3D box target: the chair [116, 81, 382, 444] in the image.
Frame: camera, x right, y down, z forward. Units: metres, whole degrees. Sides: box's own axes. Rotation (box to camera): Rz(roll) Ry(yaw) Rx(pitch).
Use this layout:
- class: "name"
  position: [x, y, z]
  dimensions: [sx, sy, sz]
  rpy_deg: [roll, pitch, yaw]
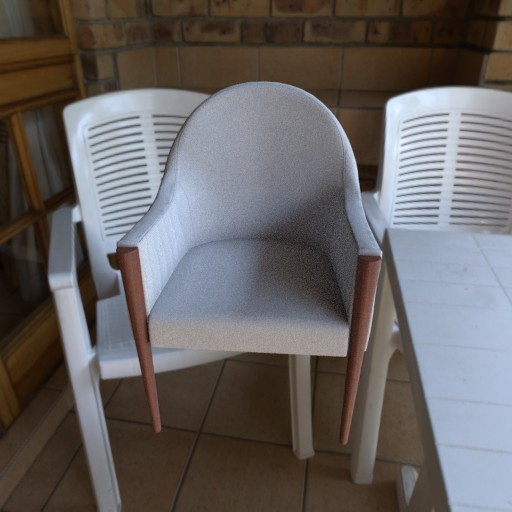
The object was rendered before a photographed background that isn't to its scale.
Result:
- class: "chair"
  position: [0.000, 0.000, 1.305]
  dimensions: [0.610, 0.889, 0.620]
  rpy_deg: [2, 29, 4]
